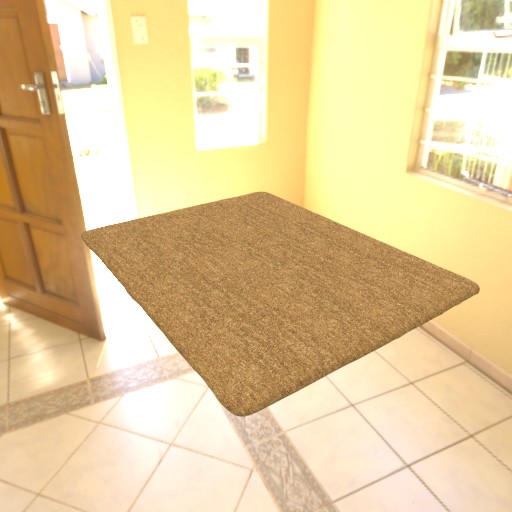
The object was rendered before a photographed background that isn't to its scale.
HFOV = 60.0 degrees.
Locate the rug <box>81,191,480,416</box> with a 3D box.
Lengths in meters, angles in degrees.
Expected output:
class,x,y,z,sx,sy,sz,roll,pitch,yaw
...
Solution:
class,x,y,z,sx,sy,sz,roll,pitch,yaw
rug,0.000,0.000,3.803,2.242,0.050,2.873,-17,31,-31
